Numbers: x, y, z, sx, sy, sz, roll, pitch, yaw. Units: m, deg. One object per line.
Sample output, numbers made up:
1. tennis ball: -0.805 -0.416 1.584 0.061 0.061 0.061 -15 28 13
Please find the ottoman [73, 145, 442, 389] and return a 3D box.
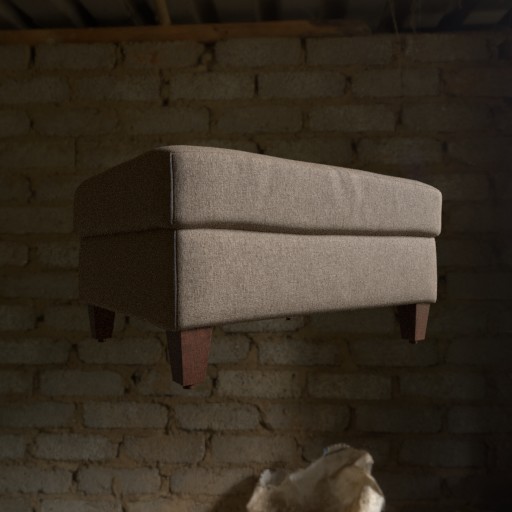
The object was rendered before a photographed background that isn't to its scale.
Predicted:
1. ottoman: 0.000 0.000 1.308 0.889 0.511 0.692 0 0 -36
